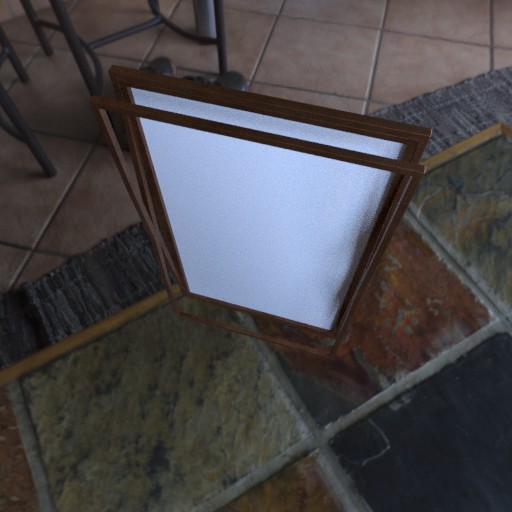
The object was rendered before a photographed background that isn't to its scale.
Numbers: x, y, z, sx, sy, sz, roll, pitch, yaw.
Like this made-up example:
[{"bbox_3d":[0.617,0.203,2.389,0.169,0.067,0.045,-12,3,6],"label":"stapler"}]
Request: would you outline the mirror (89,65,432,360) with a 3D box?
[{"bbox_3d":[0.000,0.000,0.936,0.468,0.768,0.082,14,61,8],"label":"mirror"}]
